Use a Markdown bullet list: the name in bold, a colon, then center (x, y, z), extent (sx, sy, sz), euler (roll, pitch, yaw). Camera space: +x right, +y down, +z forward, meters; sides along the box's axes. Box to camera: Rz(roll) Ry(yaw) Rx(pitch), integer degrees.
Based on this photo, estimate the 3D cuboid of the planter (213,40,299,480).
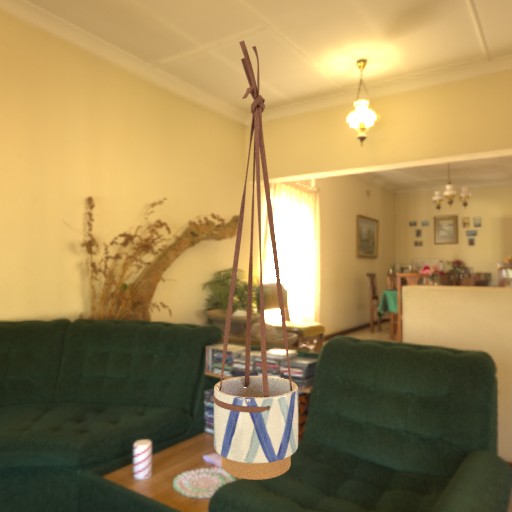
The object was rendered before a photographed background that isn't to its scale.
- **planter**: center (0.000, 0.000, 0.813), extent (0.153, 0.753, 0.157), euler (0, -1, 17)
